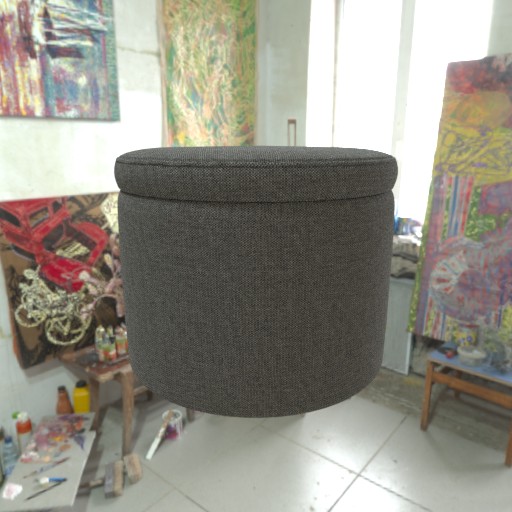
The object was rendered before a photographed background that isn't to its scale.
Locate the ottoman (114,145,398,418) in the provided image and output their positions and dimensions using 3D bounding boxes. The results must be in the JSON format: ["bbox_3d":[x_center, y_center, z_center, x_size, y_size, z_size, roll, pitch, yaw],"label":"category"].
[{"bbox_3d":[0.000,0.000,0.889,0.520,0.430,0.520,0,15,0],"label":"ottoman"}]
